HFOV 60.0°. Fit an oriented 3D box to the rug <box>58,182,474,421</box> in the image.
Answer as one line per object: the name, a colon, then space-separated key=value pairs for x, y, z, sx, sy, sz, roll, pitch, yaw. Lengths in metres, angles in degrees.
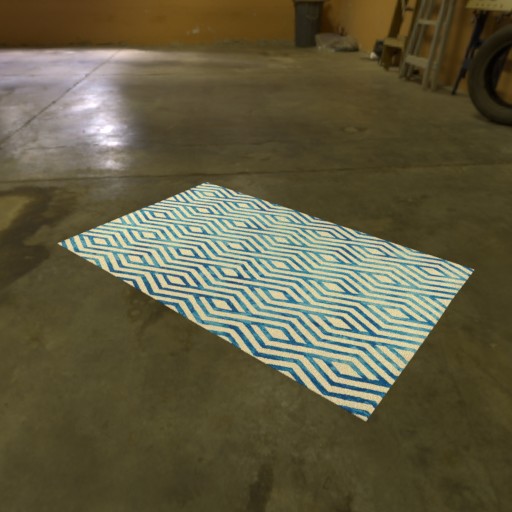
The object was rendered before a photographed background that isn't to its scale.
rug: x=0.000 y=0.000 z=3.046 sx=2.439 sy=0.008 sz=1.531 roll=23 pitch=38 yaw=33
